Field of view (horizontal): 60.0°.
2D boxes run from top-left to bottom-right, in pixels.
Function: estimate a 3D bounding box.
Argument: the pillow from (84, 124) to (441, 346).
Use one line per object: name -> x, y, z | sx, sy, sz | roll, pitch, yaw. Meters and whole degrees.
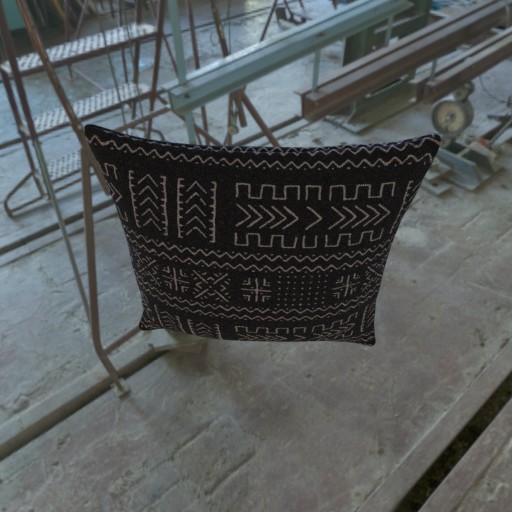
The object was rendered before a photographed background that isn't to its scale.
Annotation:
pillow -> 0.000, 0.000, 0.678 | 0.438, 0.430, 0.164 | 3, 45, 3
